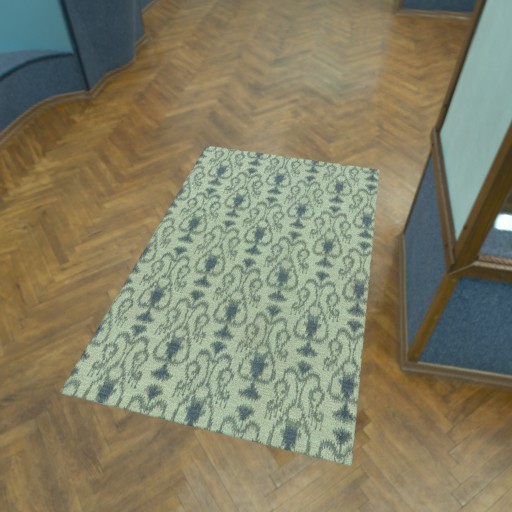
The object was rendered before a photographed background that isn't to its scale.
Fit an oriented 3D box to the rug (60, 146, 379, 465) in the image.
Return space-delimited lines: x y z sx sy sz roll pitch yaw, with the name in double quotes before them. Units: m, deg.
"rug" 0.000 0.000 2.048 1.035 0.006 1.652 10 47 10
